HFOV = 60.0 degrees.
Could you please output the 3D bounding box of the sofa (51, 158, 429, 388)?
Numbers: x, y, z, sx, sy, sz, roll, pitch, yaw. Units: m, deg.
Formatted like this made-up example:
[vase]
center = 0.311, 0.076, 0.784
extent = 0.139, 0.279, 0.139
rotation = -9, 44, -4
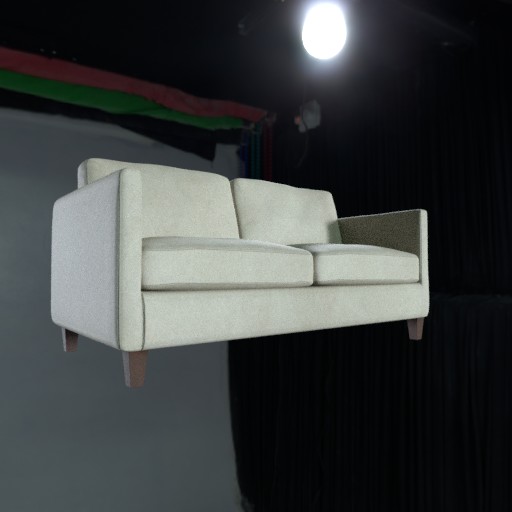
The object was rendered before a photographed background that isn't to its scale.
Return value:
[sofa]
center = 0.000, 0.000, 2.362
extent = 1.846, 0.940, 0.950
rotation = 1, -2, -37
